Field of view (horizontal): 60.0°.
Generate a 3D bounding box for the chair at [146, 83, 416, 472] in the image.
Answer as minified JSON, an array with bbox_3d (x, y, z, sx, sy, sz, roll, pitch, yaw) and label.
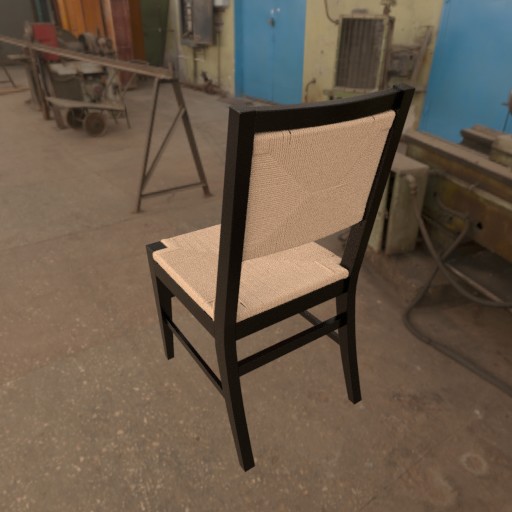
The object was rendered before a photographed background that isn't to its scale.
[{"bbox_3d":[0.000,0.000,1.233,0.437,0.927,0.552,-19,34,-29],"label":"chair"}]
